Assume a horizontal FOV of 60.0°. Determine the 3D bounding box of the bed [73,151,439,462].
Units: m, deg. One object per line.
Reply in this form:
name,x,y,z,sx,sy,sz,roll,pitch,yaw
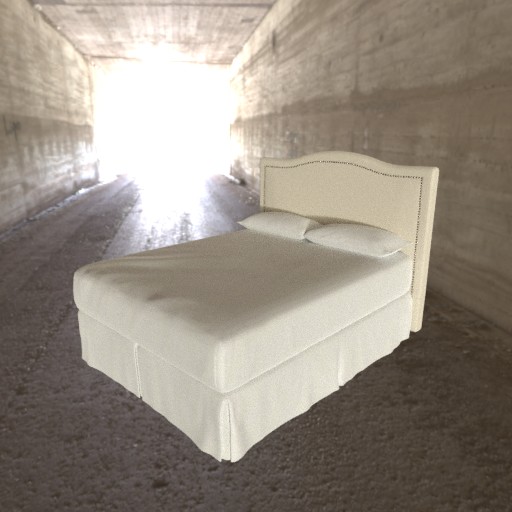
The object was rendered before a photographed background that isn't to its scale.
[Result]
bed,0.000,0.000,3.299,1.753,1.460,2.143,15,22,42
